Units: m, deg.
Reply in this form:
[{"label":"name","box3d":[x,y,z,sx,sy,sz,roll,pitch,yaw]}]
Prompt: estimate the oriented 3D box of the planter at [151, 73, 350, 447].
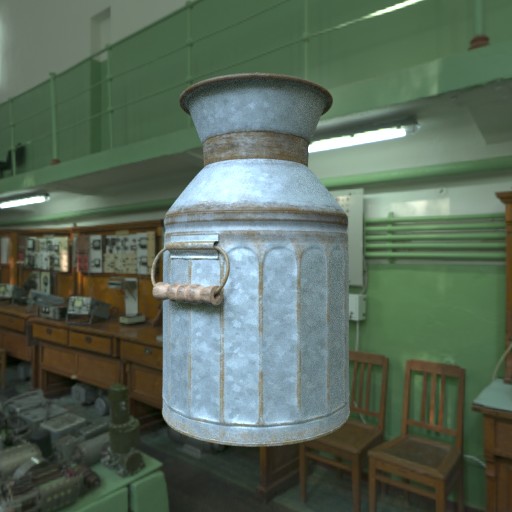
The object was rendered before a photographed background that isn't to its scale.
[{"label":"planter","box3d":[0.000,0.000,0.518,0.215,0.358,0.248,0,0,38]}]
